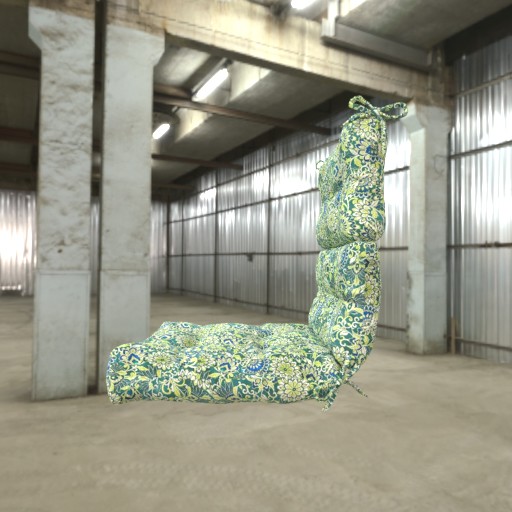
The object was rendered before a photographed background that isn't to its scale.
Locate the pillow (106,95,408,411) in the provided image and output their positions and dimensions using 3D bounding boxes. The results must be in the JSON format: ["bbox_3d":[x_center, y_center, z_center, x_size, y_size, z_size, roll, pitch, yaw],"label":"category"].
[{"bbox_3d":[0.000,0.000,1.053,0.571,0.605,0.519,0,-1,1],"label":"pillow"}]
